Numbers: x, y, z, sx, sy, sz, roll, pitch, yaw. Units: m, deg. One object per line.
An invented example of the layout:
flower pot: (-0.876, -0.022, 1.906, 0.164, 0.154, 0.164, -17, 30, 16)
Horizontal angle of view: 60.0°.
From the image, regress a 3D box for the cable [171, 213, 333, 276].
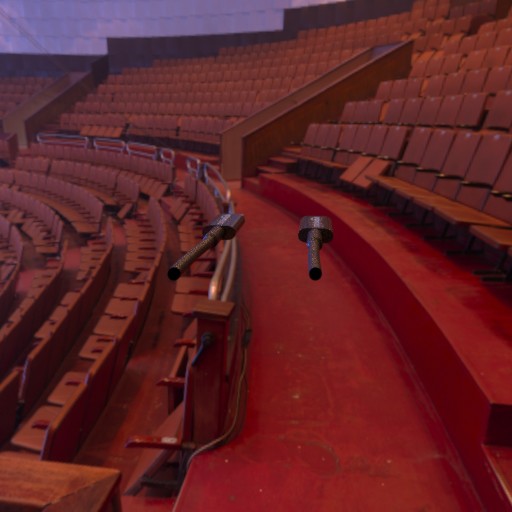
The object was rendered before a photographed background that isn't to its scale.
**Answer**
cable: (0.000, 0.000, 0.114, 0.041, 0.005, 0.098, 2, 17, 7)
